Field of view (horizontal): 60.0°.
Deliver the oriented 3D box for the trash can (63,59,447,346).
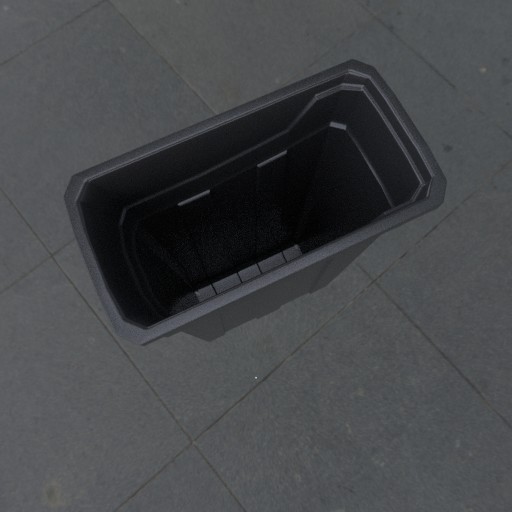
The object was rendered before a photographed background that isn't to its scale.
[{"bbox_3d":[0.000,0.000,1.031,0.559,0.762,0.281,-25,76,-7],"label":"trash can"}]
